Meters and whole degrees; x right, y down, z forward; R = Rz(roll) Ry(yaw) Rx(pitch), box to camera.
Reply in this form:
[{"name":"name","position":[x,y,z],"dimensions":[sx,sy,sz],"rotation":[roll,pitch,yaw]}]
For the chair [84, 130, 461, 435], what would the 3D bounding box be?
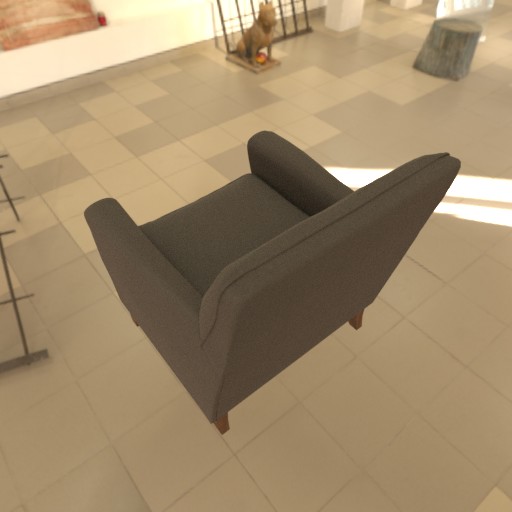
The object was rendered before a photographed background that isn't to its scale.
[{"name":"chair","position":[0.000,0.000,1.555],"dimensions":[0.836,0.911,0.831],"rotation":[-30,53,-26]}]
